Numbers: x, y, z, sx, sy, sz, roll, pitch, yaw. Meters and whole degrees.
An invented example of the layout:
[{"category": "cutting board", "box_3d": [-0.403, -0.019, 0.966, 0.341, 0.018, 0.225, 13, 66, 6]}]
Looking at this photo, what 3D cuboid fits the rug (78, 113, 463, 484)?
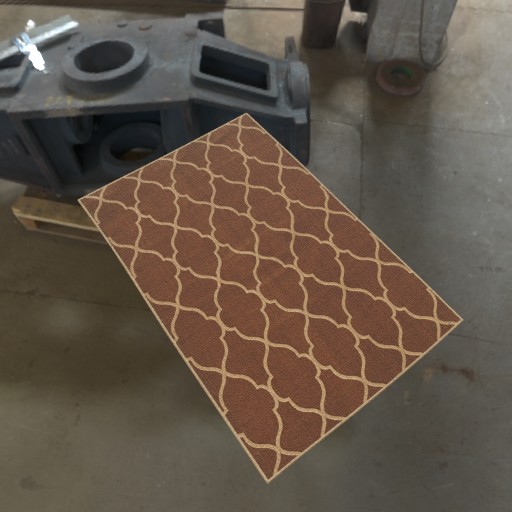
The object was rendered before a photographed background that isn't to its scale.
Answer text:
[{"category": "rug", "box_3d": [0.000, 0.000, 2.971, 1.526, 0.014, 2.290, -33, 65, -17]}]
